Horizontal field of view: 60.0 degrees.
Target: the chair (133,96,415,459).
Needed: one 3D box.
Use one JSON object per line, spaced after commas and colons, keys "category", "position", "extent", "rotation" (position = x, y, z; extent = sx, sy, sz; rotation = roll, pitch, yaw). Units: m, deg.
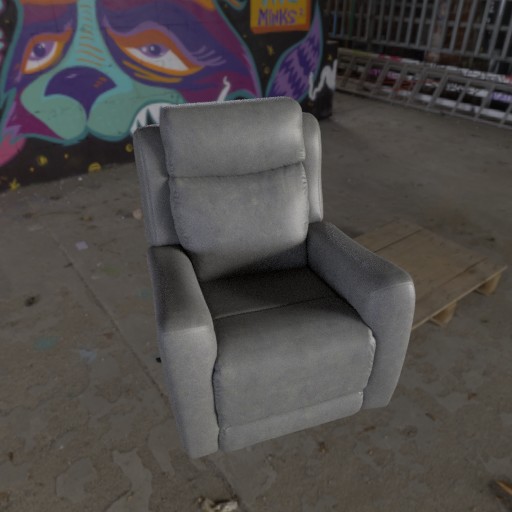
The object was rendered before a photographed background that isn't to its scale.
{"category": "chair", "position": [0.000, 0.000, 1.917], "extent": [0.967, 1.116, 1.068], "rotation": [-9, 33, -14]}
